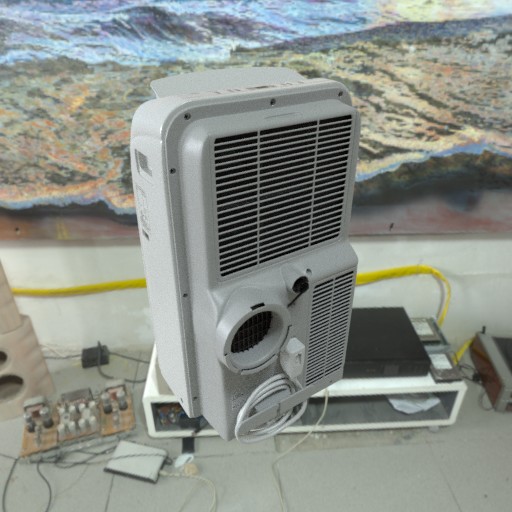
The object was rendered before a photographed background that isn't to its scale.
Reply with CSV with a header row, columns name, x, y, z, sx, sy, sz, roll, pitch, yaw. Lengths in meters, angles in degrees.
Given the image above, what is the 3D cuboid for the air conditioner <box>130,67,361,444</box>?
name,x,y,z,sx,sy,sz,roll,pitch,yaw
air conditioner,0.000,0.000,1.045,0.449,0.786,0.414,-19,36,-28
